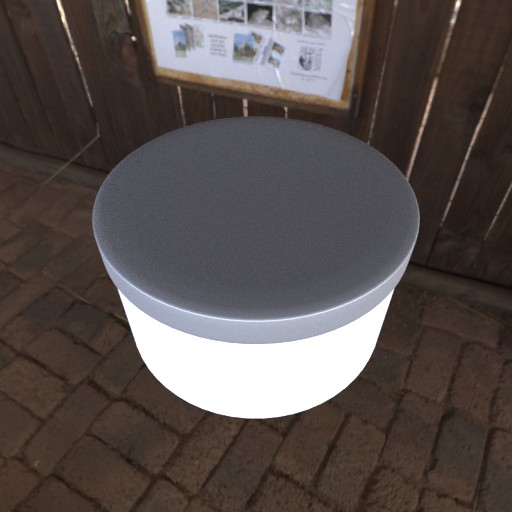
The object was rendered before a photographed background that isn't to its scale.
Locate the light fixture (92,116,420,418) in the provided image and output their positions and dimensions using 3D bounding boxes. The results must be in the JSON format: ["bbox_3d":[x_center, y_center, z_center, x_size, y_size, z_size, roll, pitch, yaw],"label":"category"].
[{"bbox_3d":[0.000,0.000,0.629,0.393,0.229,0.393,0,45,0],"label":"light fixture"}]
